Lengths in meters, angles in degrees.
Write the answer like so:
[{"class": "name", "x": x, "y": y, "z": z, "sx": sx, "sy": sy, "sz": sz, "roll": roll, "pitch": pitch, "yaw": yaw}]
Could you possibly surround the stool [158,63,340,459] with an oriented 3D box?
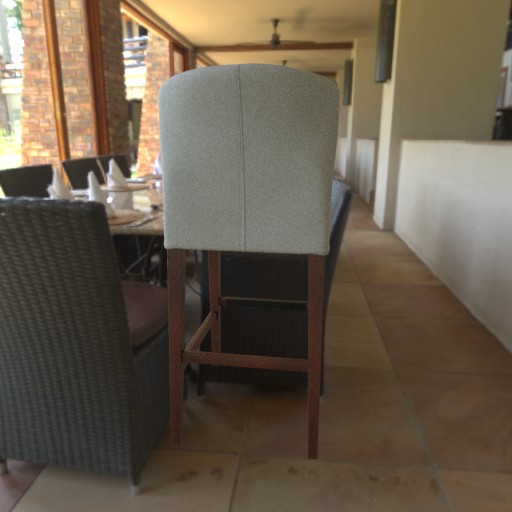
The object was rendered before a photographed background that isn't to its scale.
[{"class": "stool", "x": 0.000, "y": 0.000, "z": 1.423, "sx": 0.479, "sy": 1.069, "sz": 0.568, "roll": 2, "pitch": 15, "yaw": 9}]
